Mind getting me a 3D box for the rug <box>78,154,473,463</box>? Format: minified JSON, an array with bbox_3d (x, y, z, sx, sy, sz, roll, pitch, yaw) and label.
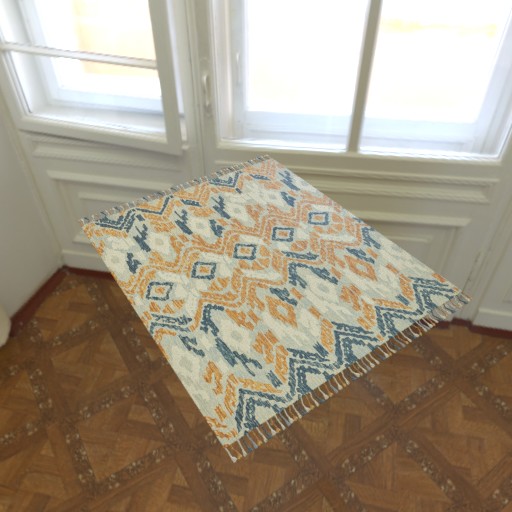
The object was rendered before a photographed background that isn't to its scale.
[{"bbox_3d":[0.000,0.000,4.213,2.439,0.010,3.048,-25,47,-25],"label":"rug"}]
